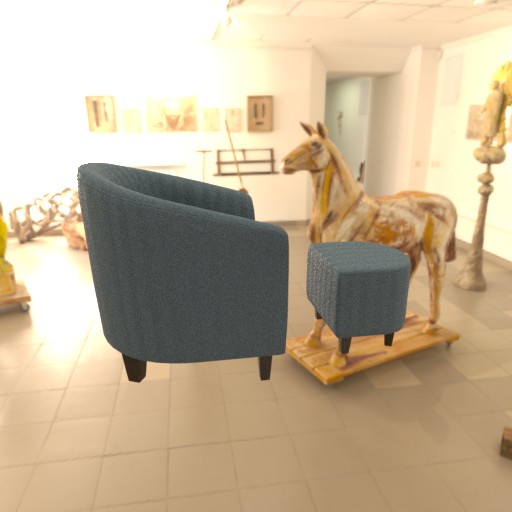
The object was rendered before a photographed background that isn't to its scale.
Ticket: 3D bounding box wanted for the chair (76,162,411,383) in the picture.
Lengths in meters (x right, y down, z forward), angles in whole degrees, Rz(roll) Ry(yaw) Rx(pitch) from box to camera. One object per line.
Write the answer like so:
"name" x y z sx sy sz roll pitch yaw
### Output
"chair" 0.000 0.000 1.791 1.288 0.757 0.756 -3 18 -10
